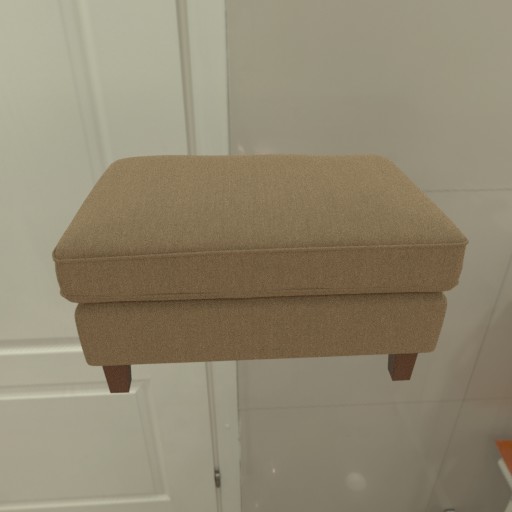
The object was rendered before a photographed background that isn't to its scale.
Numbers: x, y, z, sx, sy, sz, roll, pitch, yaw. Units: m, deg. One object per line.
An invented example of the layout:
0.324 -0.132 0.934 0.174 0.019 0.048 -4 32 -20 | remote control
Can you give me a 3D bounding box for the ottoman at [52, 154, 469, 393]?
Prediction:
0.000 0.000 1.314 0.945 0.521 0.636 -2 30 -3 | ottoman
